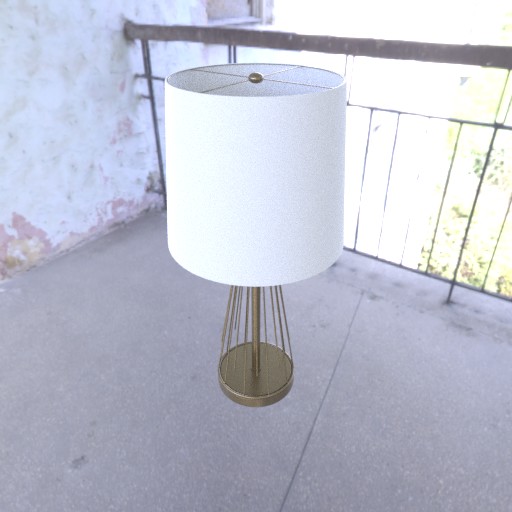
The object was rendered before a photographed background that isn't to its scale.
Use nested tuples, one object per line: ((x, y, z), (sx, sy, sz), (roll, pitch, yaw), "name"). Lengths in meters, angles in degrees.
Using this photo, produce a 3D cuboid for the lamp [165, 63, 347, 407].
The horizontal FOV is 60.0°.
((0.000, 0.000, 0.797), (0.303, 0.618, 0.303), (0, 32, 0), "lamp")
